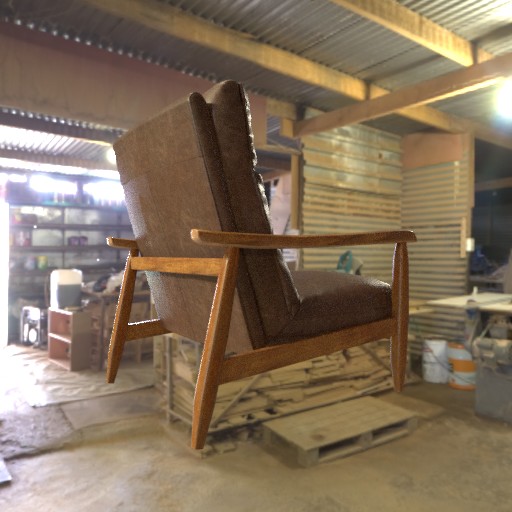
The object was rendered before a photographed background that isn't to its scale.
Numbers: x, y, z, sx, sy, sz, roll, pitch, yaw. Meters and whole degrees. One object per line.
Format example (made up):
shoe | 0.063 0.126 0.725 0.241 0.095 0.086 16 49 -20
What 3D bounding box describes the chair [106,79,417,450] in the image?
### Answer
chair | 0.000 0.000 1.526 0.830 0.897 0.782 0 0 -36
